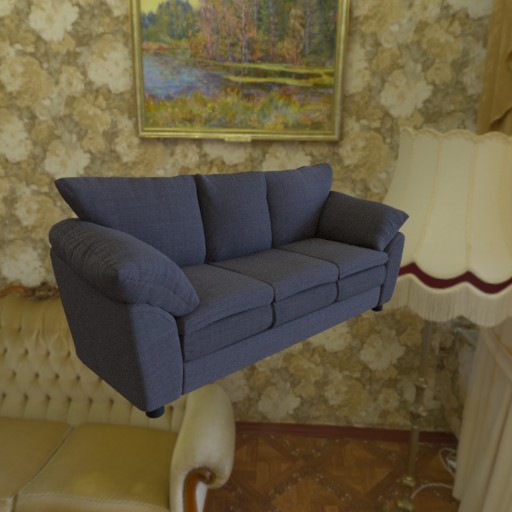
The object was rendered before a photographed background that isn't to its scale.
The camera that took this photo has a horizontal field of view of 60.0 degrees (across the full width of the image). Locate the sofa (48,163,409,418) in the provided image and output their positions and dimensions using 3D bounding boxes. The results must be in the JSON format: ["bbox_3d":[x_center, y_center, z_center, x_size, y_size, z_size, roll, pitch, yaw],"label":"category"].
[{"bbox_3d":[0.000,0.000,2.818,2.336,1.080,0.883,-13,20,-42],"label":"sofa"}]
